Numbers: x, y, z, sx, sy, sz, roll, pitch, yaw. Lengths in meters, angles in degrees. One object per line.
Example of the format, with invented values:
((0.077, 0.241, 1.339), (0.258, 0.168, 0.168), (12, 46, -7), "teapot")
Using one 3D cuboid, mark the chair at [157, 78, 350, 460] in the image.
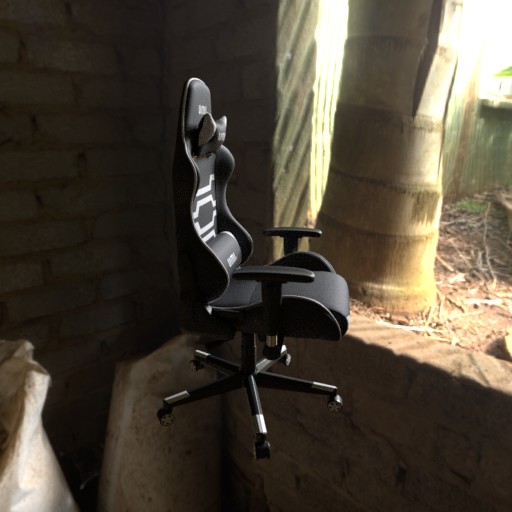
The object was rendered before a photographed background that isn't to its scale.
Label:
((0.000, 0.000, 1.649), (0.700, 1.240, 0.700), (3, 16, 10), "chair")
